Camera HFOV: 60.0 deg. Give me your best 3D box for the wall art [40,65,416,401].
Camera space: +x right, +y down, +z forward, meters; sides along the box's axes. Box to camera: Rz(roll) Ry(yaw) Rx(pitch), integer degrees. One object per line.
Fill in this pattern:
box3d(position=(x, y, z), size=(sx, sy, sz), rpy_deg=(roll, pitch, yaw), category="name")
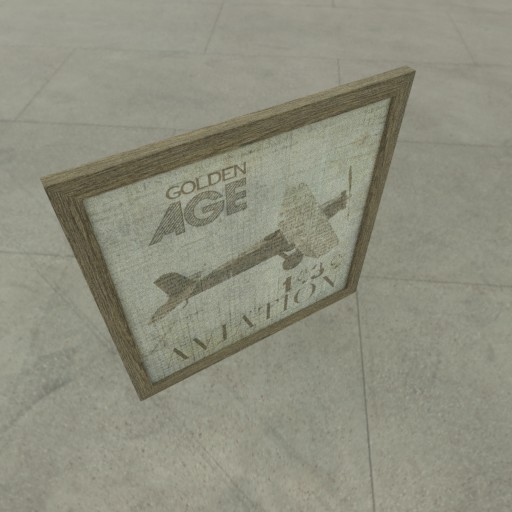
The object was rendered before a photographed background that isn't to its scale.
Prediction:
box3d(position=(0.000, 0.000, 0.728), size=(0.508, 0.508, 0.019), rpy_deg=(-23, 52, -20), category="wall art")
